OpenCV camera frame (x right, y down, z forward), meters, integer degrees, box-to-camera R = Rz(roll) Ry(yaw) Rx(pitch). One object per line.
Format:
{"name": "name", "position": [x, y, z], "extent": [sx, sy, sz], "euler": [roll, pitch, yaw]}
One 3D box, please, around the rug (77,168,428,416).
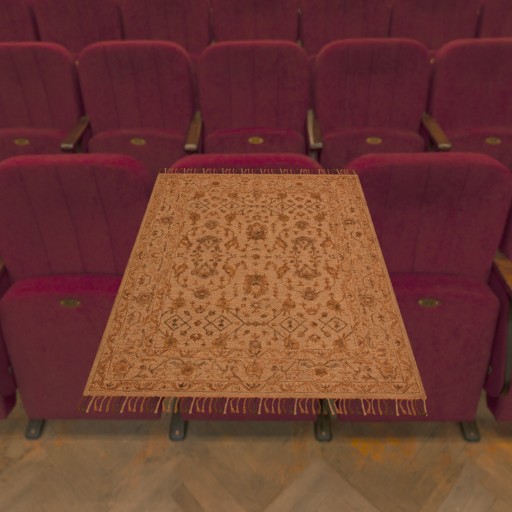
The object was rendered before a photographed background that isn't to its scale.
{"name": "rug", "position": [0.000, 0.000, 2.238], "extent": [1.278, 0.009, 1.726], "euler": [0, 41, 0]}
